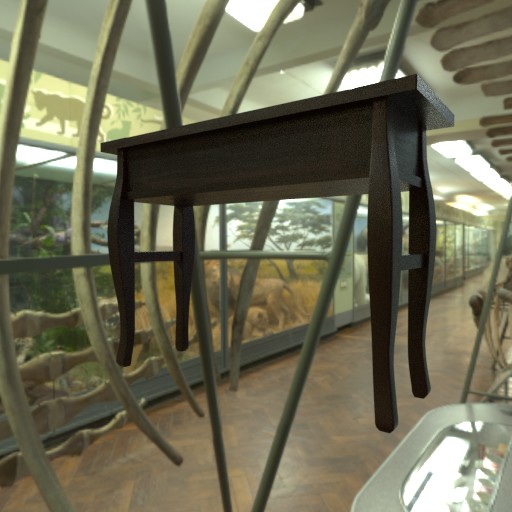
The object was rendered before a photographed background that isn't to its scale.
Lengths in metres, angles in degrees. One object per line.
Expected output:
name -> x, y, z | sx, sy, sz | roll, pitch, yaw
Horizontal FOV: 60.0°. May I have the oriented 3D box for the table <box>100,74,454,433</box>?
table -> 0.000, 0.000, 1.369 | 1.062, 0.768, 0.373 | 1, 2, 36
